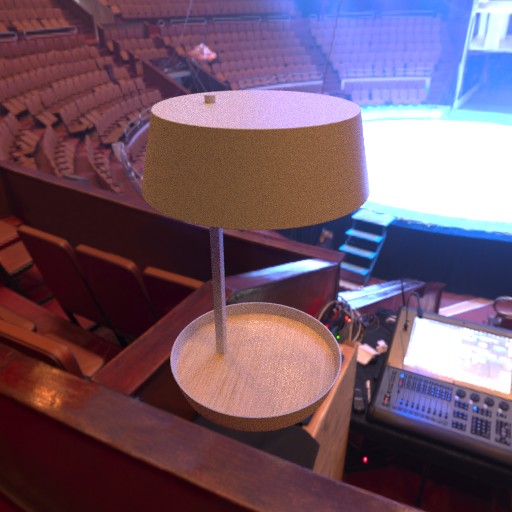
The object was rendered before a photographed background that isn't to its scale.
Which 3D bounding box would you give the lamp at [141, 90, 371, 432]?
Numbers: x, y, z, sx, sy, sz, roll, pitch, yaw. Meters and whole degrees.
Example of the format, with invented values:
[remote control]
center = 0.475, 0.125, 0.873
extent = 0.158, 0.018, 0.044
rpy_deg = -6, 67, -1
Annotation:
[lamp]
center = 0.000, 0.000, 0.629
extent = 0.291, 0.429, 0.291
rpy_deg = 0, 29, 0
